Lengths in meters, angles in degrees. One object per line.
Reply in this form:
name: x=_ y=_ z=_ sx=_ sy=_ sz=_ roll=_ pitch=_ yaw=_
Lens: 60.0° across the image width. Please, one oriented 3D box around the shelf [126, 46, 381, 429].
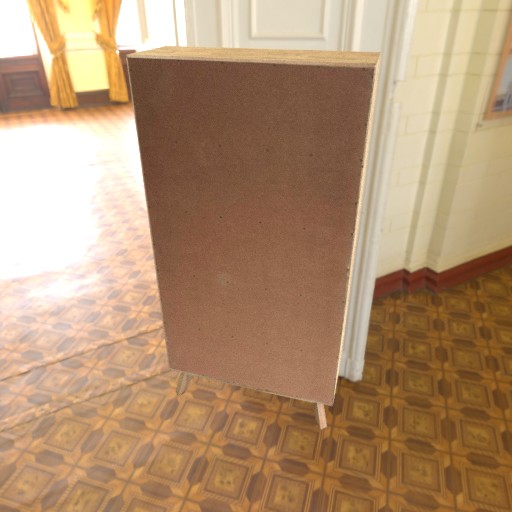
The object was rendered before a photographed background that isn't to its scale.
shelf: x=0.000 y=0.000 z=1.759 sx=0.748 sy=1.471 sz=0.308 roll=8 pitch=32 yaw=14
